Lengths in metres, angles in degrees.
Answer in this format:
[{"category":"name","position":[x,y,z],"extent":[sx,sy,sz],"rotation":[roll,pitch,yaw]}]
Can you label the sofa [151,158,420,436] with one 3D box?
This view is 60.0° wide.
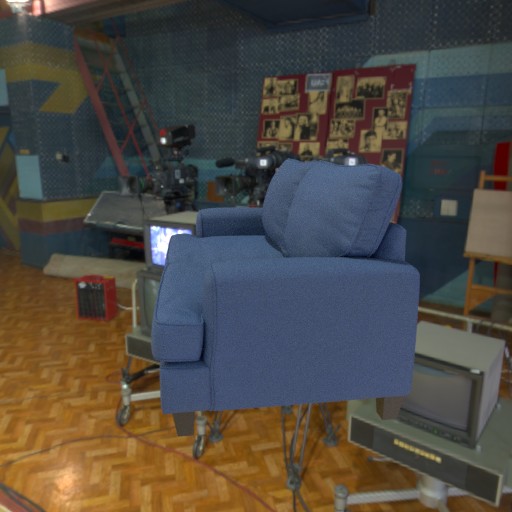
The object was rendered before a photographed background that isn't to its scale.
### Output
[{"category":"sofa","position":[0.000,0.000,2.280],"extent":[0.965,0.965,1.651],"rotation":[-2,13,-8]}]
